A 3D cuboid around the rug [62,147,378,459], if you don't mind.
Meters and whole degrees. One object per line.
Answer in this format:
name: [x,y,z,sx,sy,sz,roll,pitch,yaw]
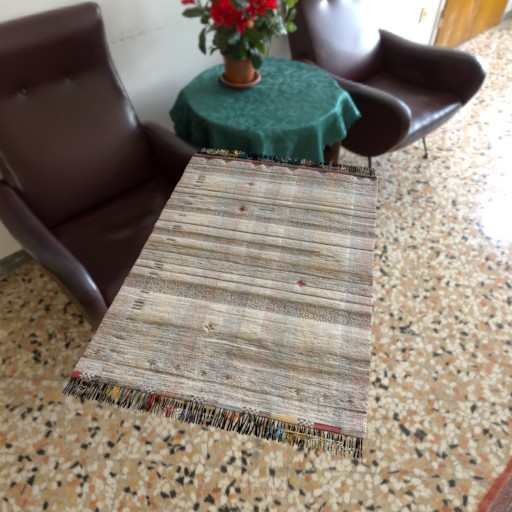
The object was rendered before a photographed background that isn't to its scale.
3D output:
rug: [0.000,0.000,2.308,1.217,0.012,1.848,9,47,8]
